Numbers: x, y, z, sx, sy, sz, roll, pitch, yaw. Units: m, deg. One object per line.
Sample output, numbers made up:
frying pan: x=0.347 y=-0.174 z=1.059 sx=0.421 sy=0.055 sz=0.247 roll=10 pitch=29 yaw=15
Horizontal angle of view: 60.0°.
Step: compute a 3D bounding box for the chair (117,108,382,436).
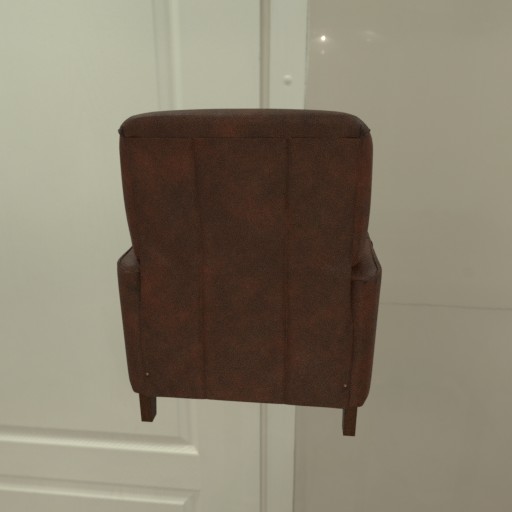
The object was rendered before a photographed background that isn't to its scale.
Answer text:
chair: x=0.000 y=0.000 z=1.686 sx=0.843 sy=1.043 sz=0.836 roll=2 pitch=17 yaw=6
